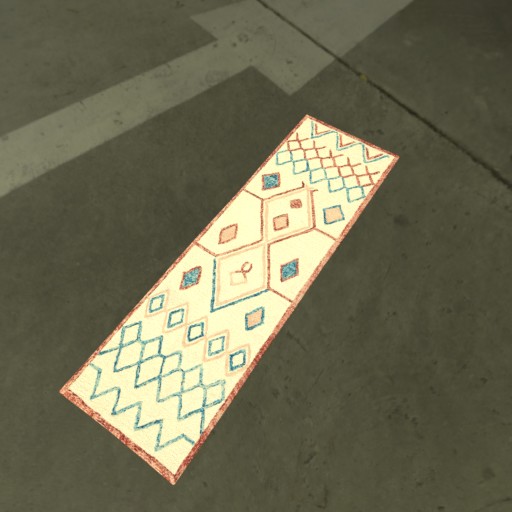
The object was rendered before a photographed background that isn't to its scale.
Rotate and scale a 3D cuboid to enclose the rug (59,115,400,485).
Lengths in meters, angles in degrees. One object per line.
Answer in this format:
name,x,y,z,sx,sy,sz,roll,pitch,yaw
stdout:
rug,0.000,0.000,2.643,0.750,0.011,2.435,30,63,17
